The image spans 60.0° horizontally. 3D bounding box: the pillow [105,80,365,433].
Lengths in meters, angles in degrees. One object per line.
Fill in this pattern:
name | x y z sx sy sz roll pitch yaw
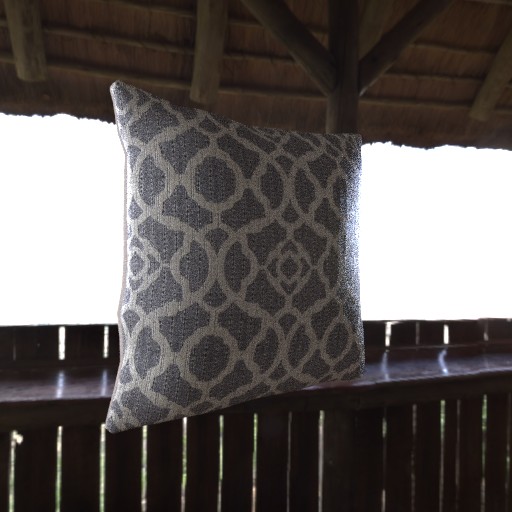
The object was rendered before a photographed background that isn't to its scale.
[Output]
pillow | 0.000 0.000 0.765 0.508 0.498 0.215 0 0 -35
